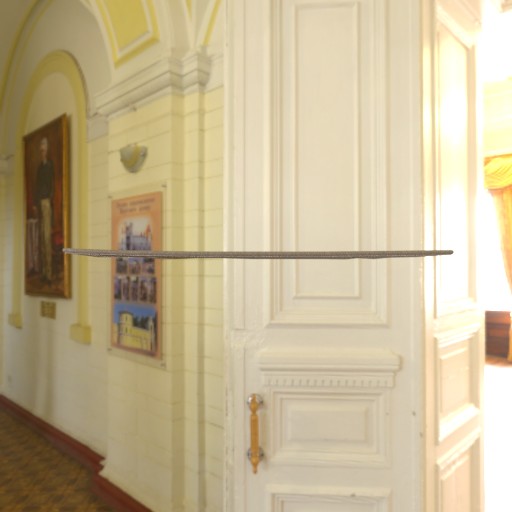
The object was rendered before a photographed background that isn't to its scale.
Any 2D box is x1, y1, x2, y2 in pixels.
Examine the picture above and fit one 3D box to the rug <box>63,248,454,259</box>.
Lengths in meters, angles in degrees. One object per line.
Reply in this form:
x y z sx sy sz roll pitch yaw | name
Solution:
0.000 0.000 2.315 1.252 0.034 1.829 0 -1 -1 | rug
